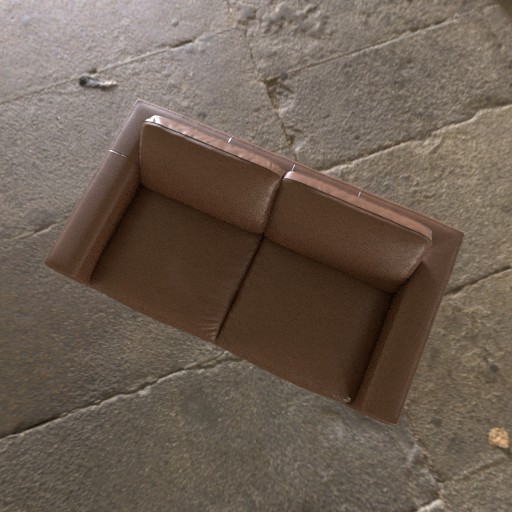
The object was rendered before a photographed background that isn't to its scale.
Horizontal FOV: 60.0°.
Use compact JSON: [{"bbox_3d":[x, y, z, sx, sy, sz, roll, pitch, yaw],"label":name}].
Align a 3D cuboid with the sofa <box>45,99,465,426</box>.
[{"bbox_3d":[0.000,0.000,2.417,1.920,0.800,1.070,24,78,6],"label":"sofa"}]
